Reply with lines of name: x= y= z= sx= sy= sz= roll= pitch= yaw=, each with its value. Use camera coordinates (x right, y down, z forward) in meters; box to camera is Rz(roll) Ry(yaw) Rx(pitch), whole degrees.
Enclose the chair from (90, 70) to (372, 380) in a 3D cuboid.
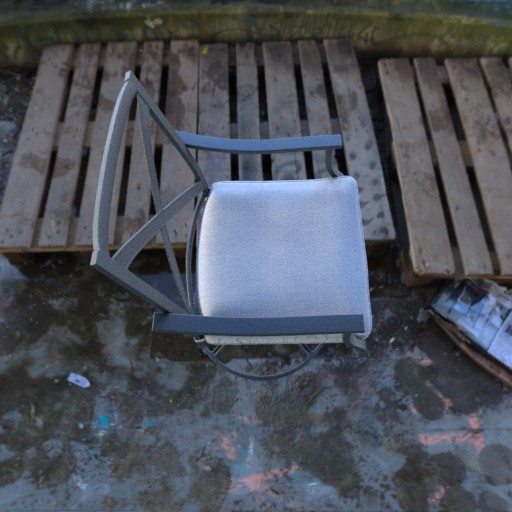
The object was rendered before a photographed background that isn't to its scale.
chair: x=0.000 y=0.000 z=1.283 sx=0.620 sy=0.889 sz=0.575 roll=0 pitch=63 yaw=0
